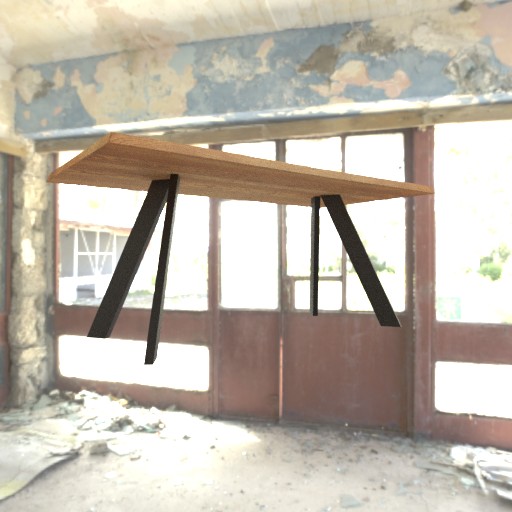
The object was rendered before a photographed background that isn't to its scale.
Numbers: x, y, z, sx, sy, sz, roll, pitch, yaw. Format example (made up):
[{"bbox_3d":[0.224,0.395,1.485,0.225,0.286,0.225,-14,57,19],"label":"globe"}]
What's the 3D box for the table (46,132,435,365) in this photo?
[{"bbox_3d":[0.000,0.000,2.263,1.800,0.770,0.900,0,0,-37],"label":"table"}]
